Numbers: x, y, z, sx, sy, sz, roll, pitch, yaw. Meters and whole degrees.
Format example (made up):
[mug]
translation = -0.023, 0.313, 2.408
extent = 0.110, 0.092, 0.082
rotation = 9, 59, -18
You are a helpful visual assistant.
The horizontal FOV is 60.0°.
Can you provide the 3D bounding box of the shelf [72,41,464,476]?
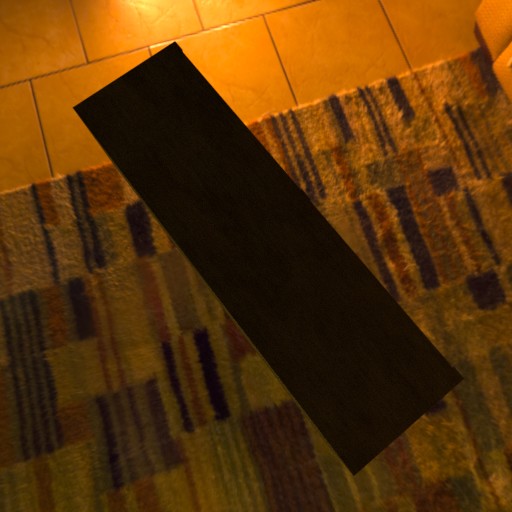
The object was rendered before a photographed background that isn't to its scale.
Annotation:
[shelf]
translation = 0.000, 0.000, 1.864
extent = 0.479, 0.719, 1.575
rotation = -37, 79, -8
